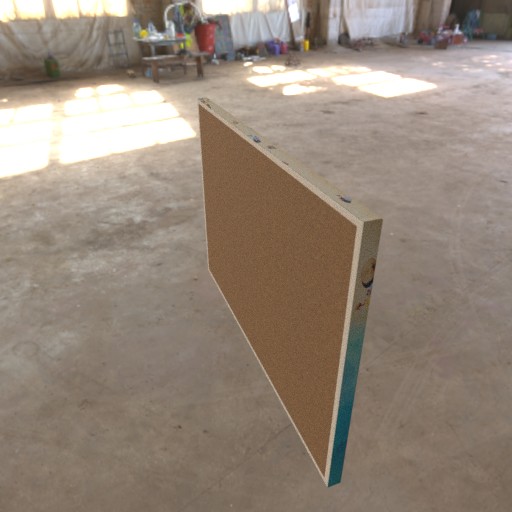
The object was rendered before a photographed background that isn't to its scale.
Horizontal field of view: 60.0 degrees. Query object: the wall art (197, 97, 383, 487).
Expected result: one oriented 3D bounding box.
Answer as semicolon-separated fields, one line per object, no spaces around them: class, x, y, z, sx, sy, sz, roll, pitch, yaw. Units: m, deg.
wall art;0.000;0.000;1.419;0.040;0.769;1.136;-11;32;-18
